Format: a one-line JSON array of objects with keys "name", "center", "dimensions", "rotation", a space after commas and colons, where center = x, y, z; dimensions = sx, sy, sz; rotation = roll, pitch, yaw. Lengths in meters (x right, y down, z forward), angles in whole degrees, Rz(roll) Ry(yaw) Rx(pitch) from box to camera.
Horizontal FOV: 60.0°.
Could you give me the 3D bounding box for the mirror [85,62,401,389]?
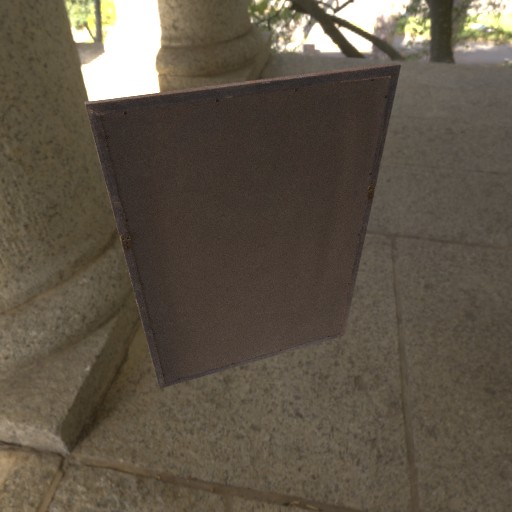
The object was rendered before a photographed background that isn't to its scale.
[{"name": "mirror", "center": [0.000, 0.000, 1.278], "dimensions": [0.705, 0.996, 0.025], "rotation": [-13, 43, -14]}]
